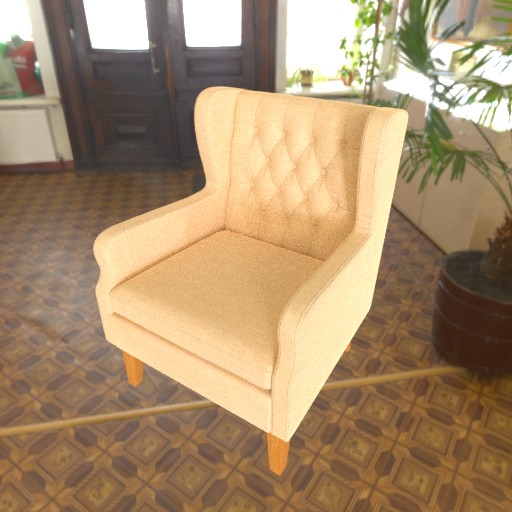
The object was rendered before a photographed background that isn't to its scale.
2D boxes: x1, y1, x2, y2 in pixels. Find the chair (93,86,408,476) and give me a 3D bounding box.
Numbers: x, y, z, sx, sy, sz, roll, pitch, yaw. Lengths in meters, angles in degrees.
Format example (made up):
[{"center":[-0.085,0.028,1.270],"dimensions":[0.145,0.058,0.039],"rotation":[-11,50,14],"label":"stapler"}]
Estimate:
[{"center":[0.000,0.000,1.448],"dimensions":[0.710,0.930,0.760],"rotation":[19,36,29],"label":"chair"}]
